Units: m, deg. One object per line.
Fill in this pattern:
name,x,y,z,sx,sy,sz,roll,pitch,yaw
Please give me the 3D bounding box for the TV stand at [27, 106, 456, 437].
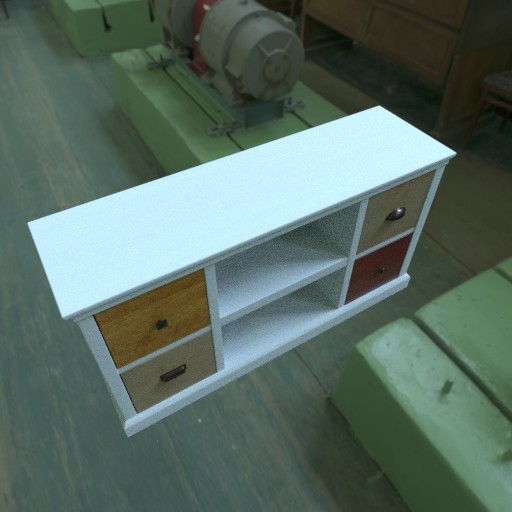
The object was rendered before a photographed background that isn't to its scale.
TV stand,0.000,0.000,1.478,1.187,0.624,0.424,-24,51,-21
